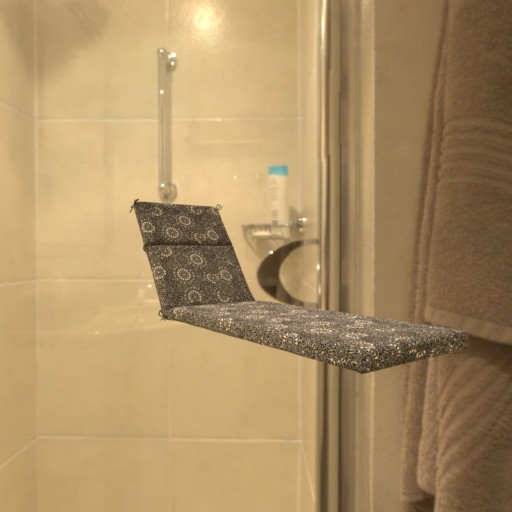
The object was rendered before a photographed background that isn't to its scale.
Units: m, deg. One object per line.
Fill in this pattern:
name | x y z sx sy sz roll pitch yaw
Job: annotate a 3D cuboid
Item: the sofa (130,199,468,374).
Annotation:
sofa | 0.000 0.000 1.953 0.582 0.622 1.663 0 0 -36
